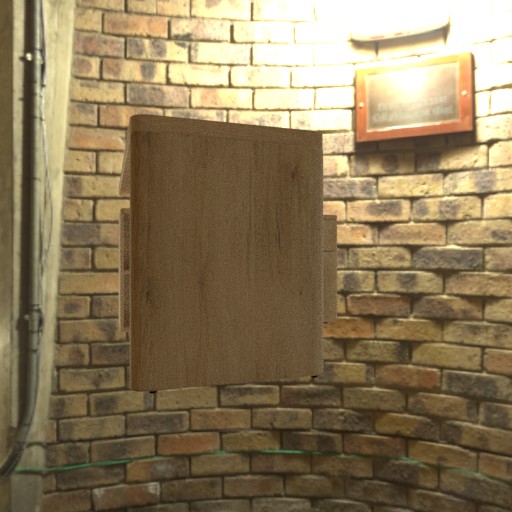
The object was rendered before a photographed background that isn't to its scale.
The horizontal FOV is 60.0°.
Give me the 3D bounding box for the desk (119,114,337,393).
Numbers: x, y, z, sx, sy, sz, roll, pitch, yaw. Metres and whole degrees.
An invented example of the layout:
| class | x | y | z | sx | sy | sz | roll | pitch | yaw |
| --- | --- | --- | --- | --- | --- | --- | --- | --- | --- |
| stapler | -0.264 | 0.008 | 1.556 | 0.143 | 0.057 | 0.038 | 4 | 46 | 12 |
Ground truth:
| class | x | y | z | sx | sy | sz | roll | pitch | yaw |
| --- | --- | --- | --- | --- | --- | --- | --- | --- | --- |
| desk | 0.000 | 0.000 | 2.034 | 1.175 | 0.770 | 1.400 | 0 | 0 | -18 |
